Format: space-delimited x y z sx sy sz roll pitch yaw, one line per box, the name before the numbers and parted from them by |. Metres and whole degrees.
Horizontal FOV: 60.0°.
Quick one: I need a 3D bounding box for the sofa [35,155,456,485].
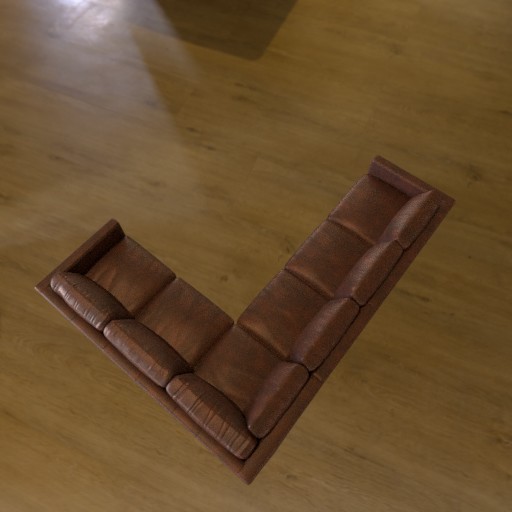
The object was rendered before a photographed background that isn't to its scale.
sofa | 0.000 0.000 4.300 2.438 0.836 3.152 36 69 17
